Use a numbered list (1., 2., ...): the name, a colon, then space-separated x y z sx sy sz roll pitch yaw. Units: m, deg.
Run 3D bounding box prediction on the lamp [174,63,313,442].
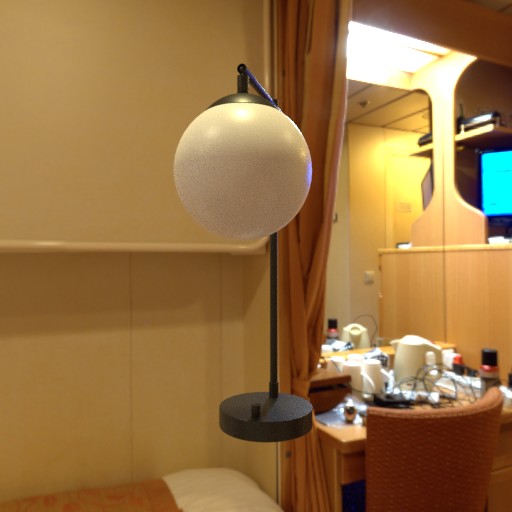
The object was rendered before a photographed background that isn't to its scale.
1. lamp: 0.000 0.000 0.694 0.197 0.559 0.316 0 -1 18
